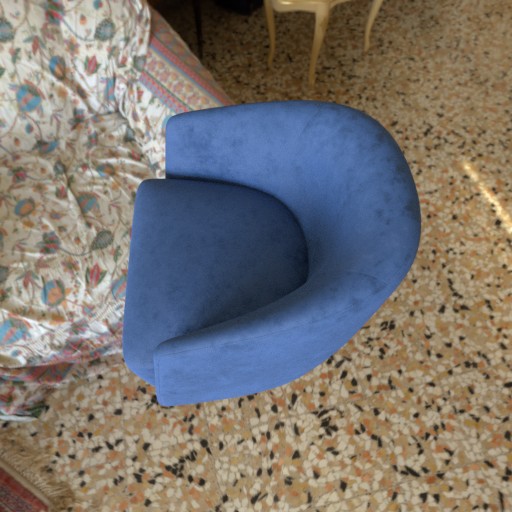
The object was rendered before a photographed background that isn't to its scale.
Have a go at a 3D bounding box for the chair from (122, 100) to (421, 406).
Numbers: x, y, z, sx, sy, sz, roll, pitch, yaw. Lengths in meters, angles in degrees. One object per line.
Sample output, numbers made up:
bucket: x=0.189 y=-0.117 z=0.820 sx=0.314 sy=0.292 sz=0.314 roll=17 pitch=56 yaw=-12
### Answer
chair: x=0.000 y=0.000 z=1.335 sx=0.767 sy=0.698 sz=0.773 roll=-4 pitch=57 yaw=-2
